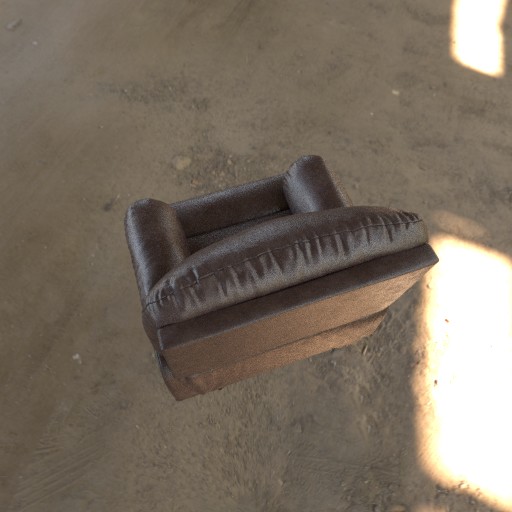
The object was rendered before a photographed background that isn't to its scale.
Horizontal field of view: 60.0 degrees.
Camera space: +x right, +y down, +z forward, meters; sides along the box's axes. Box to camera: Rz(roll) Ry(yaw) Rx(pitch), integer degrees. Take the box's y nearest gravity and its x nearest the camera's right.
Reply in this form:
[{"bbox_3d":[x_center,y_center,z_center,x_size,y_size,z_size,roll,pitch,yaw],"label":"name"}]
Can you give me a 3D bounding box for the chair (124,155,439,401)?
[{"bbox_3d":[0.000,0.000,1.736,0.940,1.041,0.879,-17,60,-10],"label":"chair"}]
